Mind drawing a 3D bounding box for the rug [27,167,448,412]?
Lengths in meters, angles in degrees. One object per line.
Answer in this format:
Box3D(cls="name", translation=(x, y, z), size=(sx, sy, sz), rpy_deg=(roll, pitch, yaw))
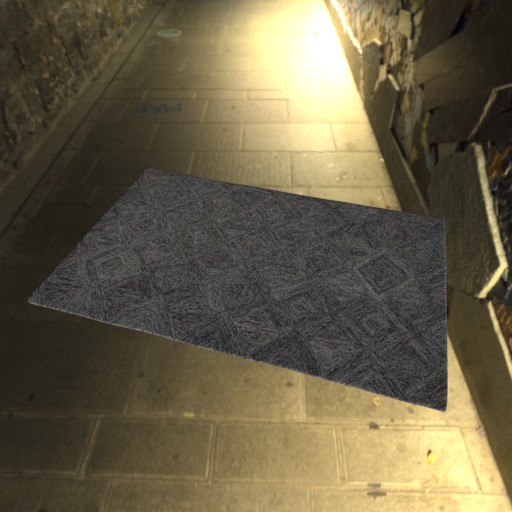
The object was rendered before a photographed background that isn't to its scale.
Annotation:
Box3D(cls="rug", translation=(0.000, 0.000, 2.140), size=(1.752, 0.013, 1.158), rpy_deg=(12, 44, 12))
